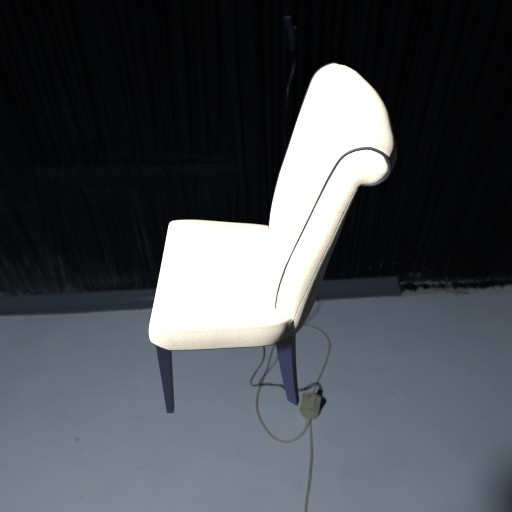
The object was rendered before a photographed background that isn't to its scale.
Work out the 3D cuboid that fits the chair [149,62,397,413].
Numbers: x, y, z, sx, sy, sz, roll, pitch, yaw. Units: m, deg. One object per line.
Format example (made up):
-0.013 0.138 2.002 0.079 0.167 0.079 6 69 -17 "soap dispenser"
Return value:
0.000 0.000 1.369 0.623 0.997 0.522 -1 42 -1 "chair"
